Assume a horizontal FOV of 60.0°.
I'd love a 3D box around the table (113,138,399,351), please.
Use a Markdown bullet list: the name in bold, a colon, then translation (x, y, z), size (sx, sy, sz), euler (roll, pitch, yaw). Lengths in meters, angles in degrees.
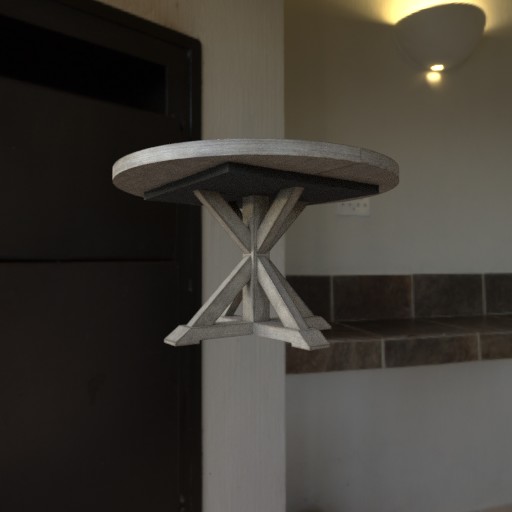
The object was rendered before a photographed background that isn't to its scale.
- **table**: translation (0.000, 0.000, 2.199), size (1.363, 0.781, 1.363), euler (0, -1, 0)
